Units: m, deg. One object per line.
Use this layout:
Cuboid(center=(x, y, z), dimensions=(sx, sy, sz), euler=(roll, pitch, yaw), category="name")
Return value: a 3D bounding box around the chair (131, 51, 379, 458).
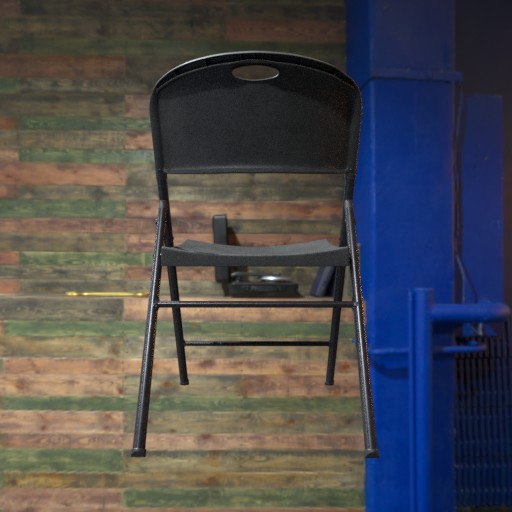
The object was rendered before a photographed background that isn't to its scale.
Cuboid(center=(0.000, 0.000, 1.147), dimensions=(0.494, 0.810, 0.566), euler=(0, -1, 1), category="chair")
